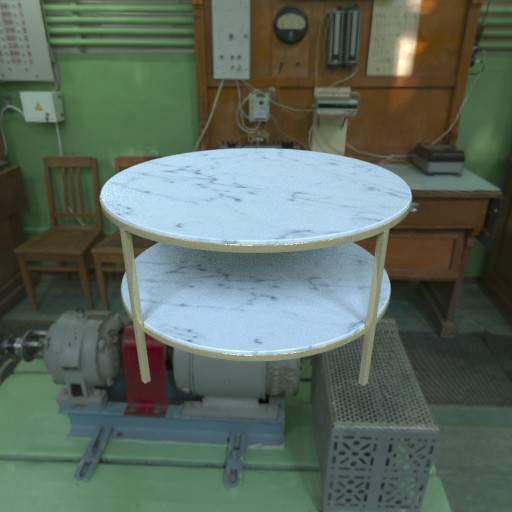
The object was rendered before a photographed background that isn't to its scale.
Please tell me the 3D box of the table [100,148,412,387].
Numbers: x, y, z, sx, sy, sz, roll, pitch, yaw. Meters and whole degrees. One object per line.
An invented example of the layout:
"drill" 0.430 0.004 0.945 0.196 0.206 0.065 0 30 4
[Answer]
"table" 0.000 0.000 1.285 0.800 0.450 0.800 0 26 0
